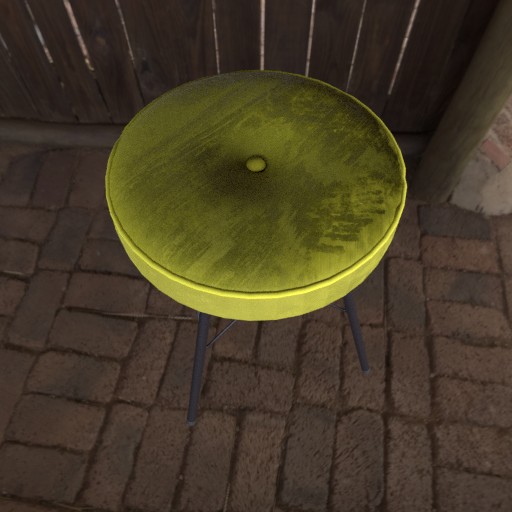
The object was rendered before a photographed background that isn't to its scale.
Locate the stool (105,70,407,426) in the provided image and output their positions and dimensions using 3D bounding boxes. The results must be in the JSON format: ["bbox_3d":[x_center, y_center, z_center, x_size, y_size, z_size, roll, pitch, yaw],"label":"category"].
[{"bbox_3d":[0.000,0.000,0.807,0.409,0.508,0.409,-14,59,-8],"label":"stool"}]
